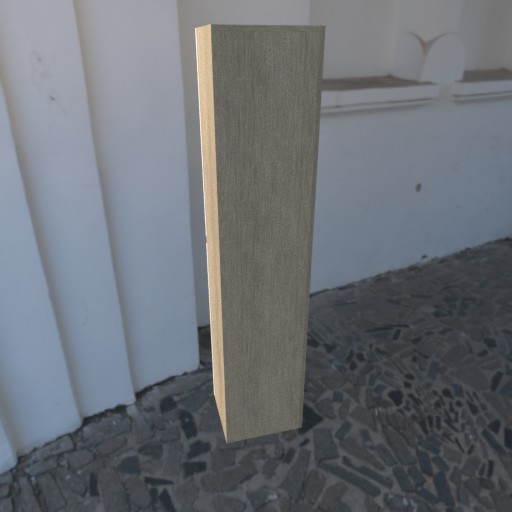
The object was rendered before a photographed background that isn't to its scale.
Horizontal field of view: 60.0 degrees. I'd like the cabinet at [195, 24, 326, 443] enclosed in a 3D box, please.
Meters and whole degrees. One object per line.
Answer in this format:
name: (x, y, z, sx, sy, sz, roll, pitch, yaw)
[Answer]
cabinet: (0.000, 0.000, 1.524, 0.300, 1.400, 0.270, -7, 26, -14)
